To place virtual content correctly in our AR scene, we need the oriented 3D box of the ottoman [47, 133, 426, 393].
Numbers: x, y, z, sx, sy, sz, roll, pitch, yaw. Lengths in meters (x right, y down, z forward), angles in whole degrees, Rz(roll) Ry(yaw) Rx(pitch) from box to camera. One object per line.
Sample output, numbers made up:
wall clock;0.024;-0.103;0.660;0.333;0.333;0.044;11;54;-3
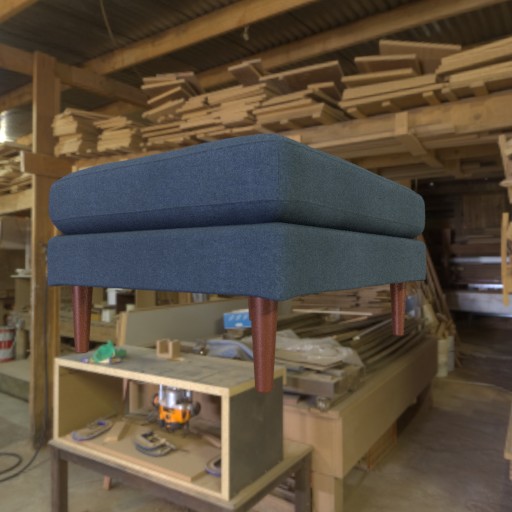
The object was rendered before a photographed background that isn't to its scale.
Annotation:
ottoman;0.000;0.000;1.210;0.693;0.474;0.821;0;-1;36
